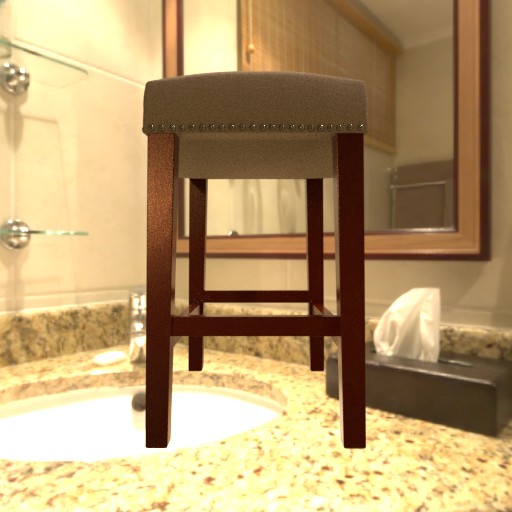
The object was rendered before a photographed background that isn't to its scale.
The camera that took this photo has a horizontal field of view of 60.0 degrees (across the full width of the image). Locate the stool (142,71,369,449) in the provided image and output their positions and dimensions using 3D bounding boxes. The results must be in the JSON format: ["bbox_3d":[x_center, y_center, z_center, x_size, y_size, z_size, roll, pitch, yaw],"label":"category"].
[{"bbox_3d":[0.000,0.000,0.970,0.375,0.632,0.509,0,1,0],"label":"stool"}]
